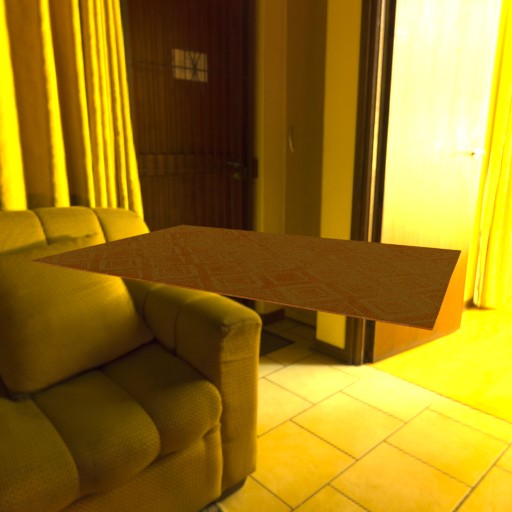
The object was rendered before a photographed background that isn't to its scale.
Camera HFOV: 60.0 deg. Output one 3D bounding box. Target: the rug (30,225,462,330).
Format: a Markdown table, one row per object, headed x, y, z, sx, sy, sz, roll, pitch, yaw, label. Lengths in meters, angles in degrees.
| x | y | z | sx | sy | sz | roll | pitch | yaw | label |
| --- | --- | --- | --- | --- | --- | --- | --- | --- | --- |
| 0.000 | 0.000 | 2.244 | 1.829 | 0.010 | 1.213 | 7 | 15 | 27 | rug |
